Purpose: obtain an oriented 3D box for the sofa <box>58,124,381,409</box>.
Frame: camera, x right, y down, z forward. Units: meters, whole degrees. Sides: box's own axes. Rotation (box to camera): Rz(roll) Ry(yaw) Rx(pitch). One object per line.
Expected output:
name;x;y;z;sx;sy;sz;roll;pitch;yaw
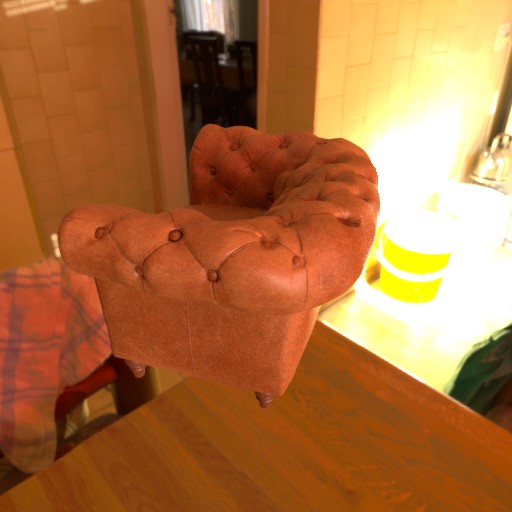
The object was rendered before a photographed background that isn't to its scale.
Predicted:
sofa;0.000;0.000;2.027;1.033;0.878;1.405;9;31;15
